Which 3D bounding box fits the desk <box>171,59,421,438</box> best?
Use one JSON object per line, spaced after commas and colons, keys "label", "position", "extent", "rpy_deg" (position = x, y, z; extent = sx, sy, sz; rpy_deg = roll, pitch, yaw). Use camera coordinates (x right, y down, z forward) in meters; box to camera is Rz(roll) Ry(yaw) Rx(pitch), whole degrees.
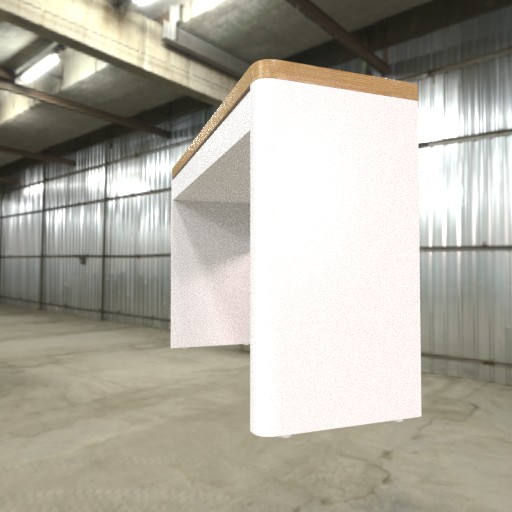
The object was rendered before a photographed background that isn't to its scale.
{"label": "desk", "position": [0.000, 0.000, 1.453], "extent": [0.390, 0.760, 1.100], "rpy_deg": [1, -2, -20]}
